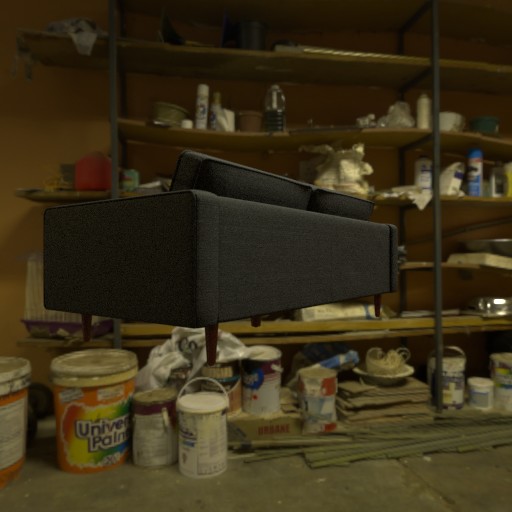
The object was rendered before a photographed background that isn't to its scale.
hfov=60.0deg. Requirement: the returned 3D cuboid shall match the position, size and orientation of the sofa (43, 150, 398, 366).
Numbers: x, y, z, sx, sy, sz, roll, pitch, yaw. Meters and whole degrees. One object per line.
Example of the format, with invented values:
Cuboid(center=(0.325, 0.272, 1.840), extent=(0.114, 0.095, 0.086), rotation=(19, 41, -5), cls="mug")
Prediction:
Cuboid(center=(0.000, 0.000, 2.365), extent=(0.914, 0.759, 1.875), rotation=(0, 0, 36), cls="sofa")
